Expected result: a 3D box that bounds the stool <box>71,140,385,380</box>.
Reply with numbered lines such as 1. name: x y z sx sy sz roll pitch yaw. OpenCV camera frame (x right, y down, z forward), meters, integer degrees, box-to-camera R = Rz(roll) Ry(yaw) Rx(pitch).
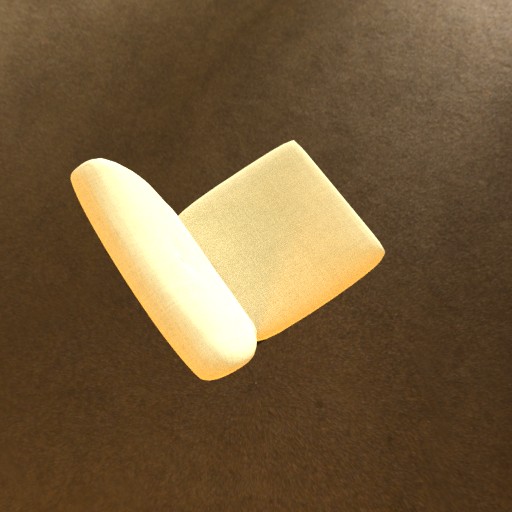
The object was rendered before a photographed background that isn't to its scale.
1. stool: 0.000 0.000 1.320 0.603 0.972 0.514 -34 77 -9
